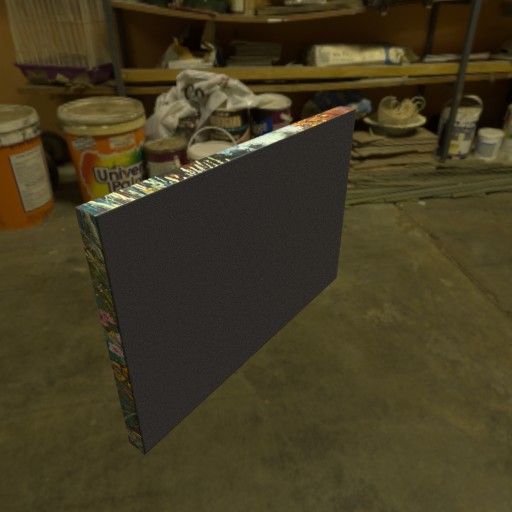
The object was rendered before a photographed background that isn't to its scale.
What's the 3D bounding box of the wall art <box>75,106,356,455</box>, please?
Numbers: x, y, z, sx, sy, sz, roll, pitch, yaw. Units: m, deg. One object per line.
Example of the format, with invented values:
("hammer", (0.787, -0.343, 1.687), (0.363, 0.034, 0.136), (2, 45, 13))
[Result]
("wall art", (0.000, 0.000, 0.791), (0.037, 0.406, 0.610), (22, 37, 31))
